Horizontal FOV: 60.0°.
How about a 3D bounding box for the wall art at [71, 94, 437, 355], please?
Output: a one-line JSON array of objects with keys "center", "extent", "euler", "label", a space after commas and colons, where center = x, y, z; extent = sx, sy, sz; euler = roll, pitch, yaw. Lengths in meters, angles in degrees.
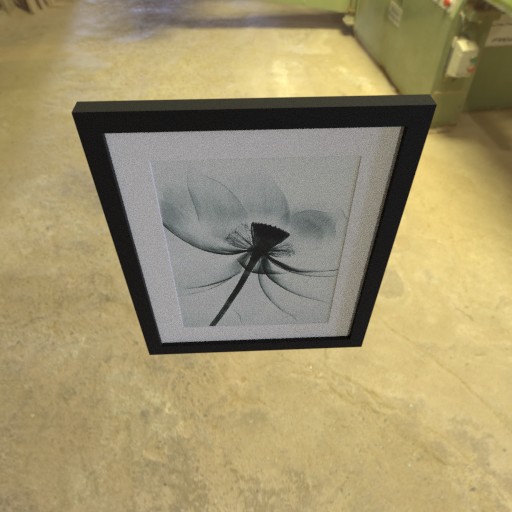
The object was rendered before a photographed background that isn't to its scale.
[{"center": [0.000, 0.000, 0.764], "extent": [0.457, 0.559, 0.029], "euler": [-2, 46, -2], "label": "wall art"}]
